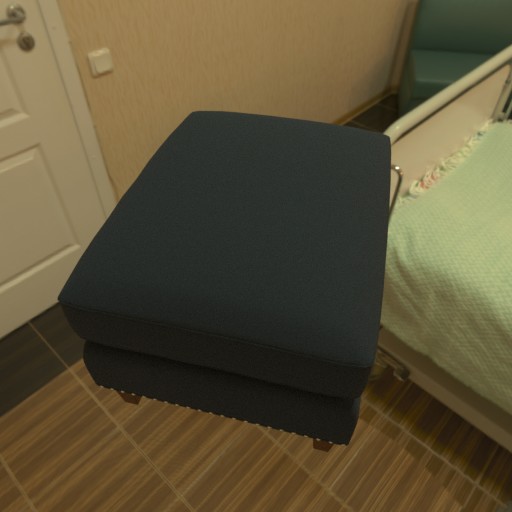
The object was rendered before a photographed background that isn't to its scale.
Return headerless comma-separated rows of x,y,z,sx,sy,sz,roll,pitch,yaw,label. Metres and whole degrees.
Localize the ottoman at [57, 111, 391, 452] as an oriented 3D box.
0.000,0.000,1.118,0.584,0.513,0.741,10,46,10,ottoman
